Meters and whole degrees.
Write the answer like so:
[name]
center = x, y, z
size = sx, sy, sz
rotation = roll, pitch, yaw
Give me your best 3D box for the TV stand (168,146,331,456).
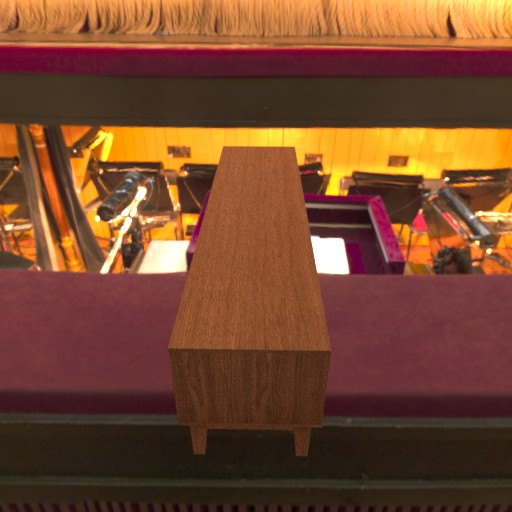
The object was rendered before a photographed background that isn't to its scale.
[TV stand]
center = 0.000, 0.000, 1.730
size = 0.366, 0.409, 1.482
rotation = 1, 31, 1
